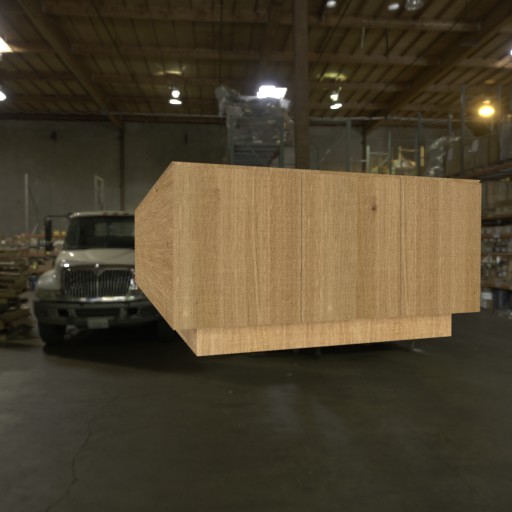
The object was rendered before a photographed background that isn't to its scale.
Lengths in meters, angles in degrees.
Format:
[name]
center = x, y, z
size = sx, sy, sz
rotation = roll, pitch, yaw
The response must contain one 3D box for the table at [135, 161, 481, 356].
[table]
center = 0.000, 0.000, 1.402
size = 0.678, 0.353, 1.110
rotation = 0, 1, -19
